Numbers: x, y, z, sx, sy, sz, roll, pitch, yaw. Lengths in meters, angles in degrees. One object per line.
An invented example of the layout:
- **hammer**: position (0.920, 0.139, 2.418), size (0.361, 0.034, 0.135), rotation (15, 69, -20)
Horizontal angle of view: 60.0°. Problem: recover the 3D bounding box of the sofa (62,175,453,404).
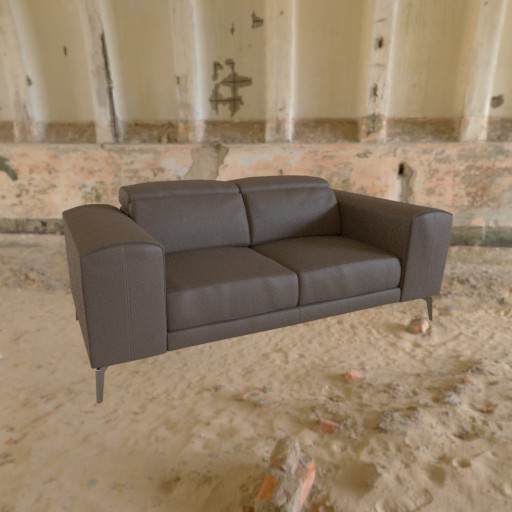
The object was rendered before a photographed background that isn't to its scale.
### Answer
- **sofa**: position (0.000, 0.000, 2.436), size (1.895, 0.779, 1.003), rotation (-8, 17, -25)
